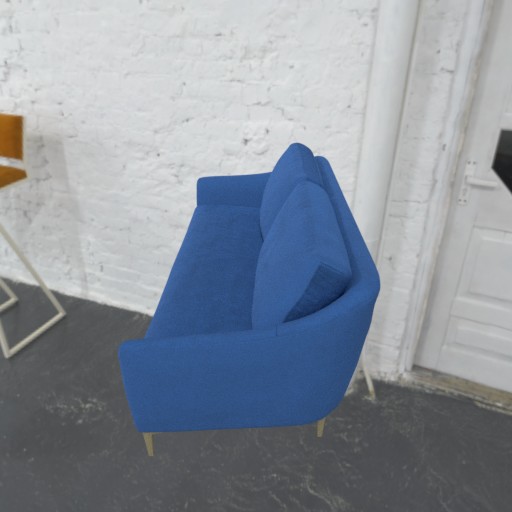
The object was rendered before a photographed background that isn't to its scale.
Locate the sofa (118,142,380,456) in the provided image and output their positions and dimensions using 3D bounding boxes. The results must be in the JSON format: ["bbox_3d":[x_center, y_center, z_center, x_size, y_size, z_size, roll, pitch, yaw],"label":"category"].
[{"bbox_3d":[0.000,0.000,2.504,0.960,0.903,2.036,1,27,1],"label":"sofa"}]
